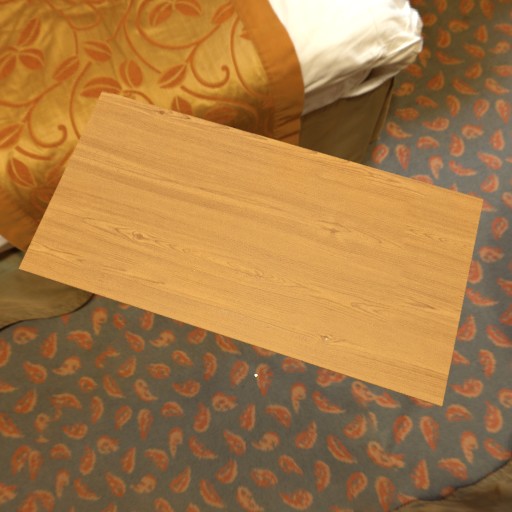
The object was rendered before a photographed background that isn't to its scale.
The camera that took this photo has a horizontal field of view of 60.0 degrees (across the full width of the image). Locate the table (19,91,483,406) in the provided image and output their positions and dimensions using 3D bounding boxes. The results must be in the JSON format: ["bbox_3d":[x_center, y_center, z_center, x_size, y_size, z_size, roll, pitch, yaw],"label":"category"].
[{"bbox_3d":[0.000,0.000,2.255,1.797,0.750,0.901,17,76,5],"label":"table"}]
